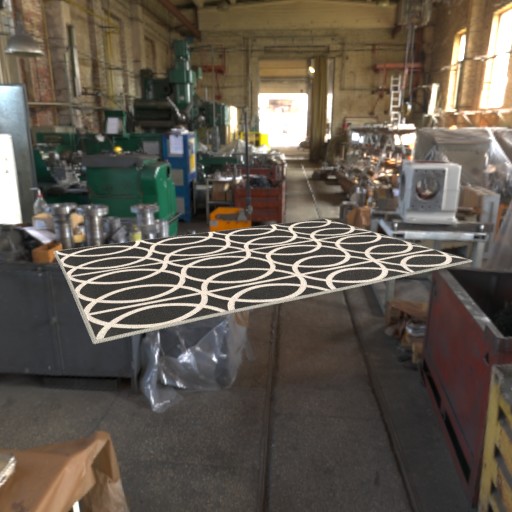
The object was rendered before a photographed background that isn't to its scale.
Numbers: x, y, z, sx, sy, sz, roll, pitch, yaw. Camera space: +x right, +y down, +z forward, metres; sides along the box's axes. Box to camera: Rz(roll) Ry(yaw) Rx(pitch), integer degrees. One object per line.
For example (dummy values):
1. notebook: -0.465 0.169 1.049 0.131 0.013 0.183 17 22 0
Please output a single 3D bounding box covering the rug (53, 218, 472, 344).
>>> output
1. rug: 0.000 0.000 2.895 2.294 0.014 1.528 -9 18 -28
